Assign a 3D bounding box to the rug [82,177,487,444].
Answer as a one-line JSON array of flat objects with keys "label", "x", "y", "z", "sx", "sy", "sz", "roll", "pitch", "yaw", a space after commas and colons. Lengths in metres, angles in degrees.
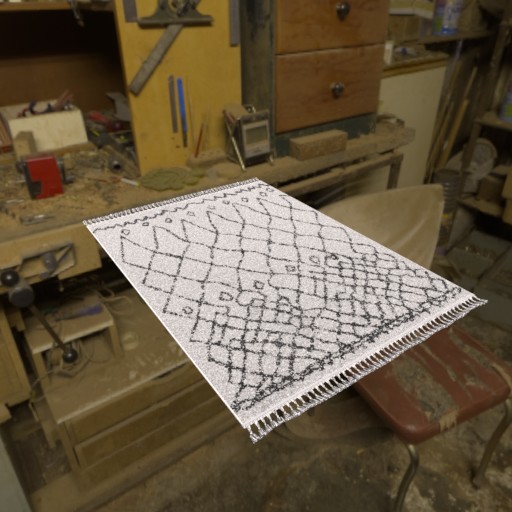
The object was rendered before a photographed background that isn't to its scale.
[{"label": "rug", "x": 0.000, "y": 0.000, "z": 2.937, "sx": 1.613, "sy": 0.017, "sz": 2.312, "roll": -20, "pitch": 36, "yaw": -29}]
